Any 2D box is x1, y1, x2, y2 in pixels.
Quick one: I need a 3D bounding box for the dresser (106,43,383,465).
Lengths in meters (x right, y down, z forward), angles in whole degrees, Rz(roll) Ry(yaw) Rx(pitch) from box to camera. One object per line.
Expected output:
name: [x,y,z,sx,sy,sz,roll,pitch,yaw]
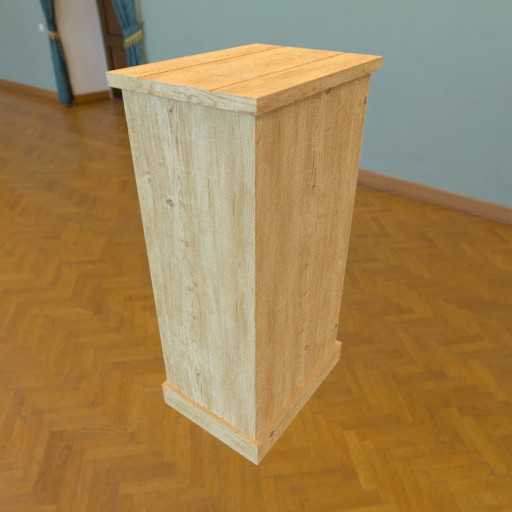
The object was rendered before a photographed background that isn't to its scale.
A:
dresser: [0.000,0.000,1.290,0.390,1.041,0.531,22,39,30]
